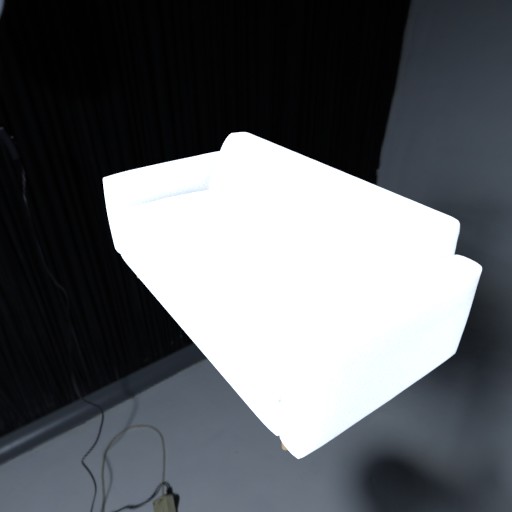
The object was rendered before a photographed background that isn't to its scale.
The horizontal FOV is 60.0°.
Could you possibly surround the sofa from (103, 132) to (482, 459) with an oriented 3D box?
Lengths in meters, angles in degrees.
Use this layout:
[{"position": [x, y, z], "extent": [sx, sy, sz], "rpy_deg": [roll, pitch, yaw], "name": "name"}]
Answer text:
[{"position": [0.000, 0.000, 2.335], "extent": [0.969, 0.814, 1.895], "rpy_deg": [-20, 37, -29], "name": "sofa"}]
